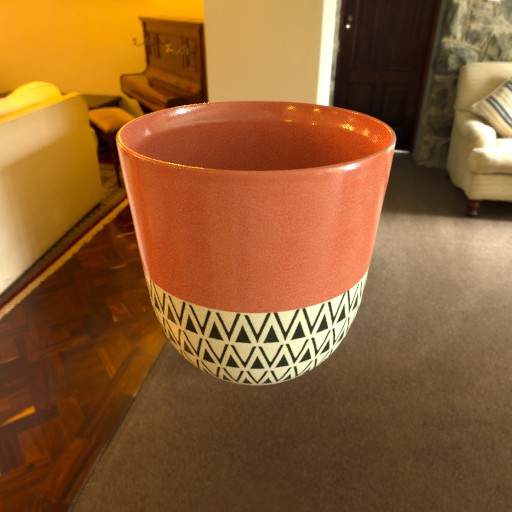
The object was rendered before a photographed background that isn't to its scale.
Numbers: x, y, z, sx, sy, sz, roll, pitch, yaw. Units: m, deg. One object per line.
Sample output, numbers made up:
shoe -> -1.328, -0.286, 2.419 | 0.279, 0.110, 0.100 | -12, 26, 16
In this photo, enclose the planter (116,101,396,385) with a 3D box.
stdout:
planter -> 0.000, 0.000, 0.372 | 0.195, 0.214, 0.195 | 0, 30, 0
